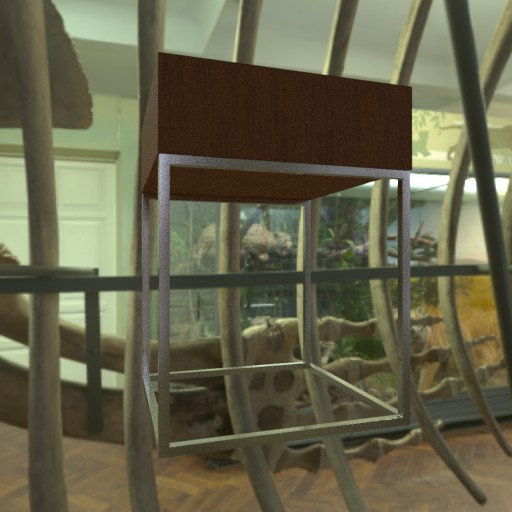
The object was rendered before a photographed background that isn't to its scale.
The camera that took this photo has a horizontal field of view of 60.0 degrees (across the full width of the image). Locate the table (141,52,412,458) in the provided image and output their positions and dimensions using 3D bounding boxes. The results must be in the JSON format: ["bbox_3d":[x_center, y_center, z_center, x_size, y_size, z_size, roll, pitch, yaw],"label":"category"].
[{"bbox_3d":[0.000,0.000,0.836,0.398,0.540,0.397,0,0,-18],"label":"table"}]
